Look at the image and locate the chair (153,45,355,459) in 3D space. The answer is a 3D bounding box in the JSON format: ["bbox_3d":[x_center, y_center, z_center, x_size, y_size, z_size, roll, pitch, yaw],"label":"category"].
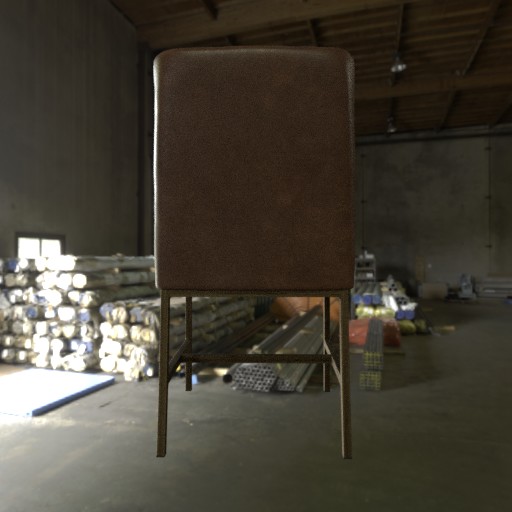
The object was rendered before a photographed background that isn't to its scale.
[{"bbox_3d":[0.000,0.000,1.214,0.508,0.889,0.587,0,0,1],"label":"chair"}]
